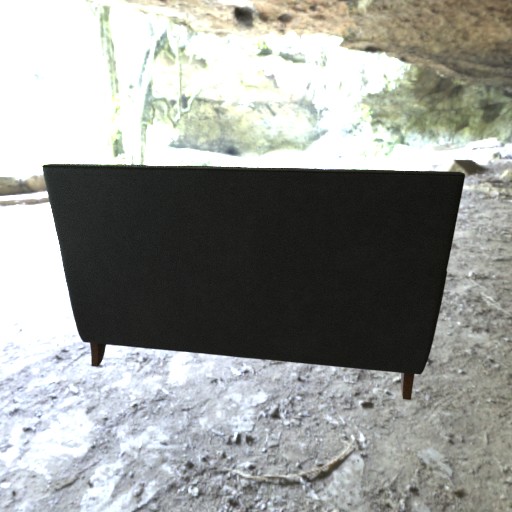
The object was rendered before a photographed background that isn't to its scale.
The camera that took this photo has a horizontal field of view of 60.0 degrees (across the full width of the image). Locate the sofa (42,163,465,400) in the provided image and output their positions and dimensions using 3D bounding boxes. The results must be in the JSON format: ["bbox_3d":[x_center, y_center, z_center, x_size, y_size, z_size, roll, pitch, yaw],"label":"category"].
[{"bbox_3d":[0.000,0.000,2.000,1.473,0.871,0.787,3,18,10],"label":"sofa"}]
